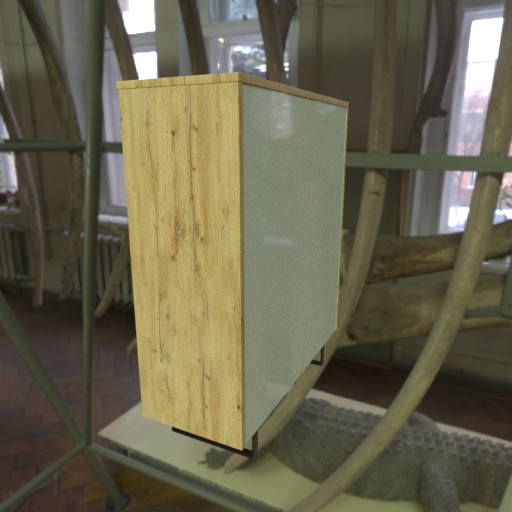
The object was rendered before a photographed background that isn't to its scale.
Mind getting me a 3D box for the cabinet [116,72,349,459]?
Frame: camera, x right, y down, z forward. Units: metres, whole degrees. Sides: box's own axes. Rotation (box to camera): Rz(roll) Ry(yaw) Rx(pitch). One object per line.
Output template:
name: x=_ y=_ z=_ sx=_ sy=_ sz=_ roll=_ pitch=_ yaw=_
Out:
cabinet: x=0.000 y=0.000 z=2.029 sx=0.473 sy=1.397 sz=1.168 roll=7 pitch=16 yaw=26
